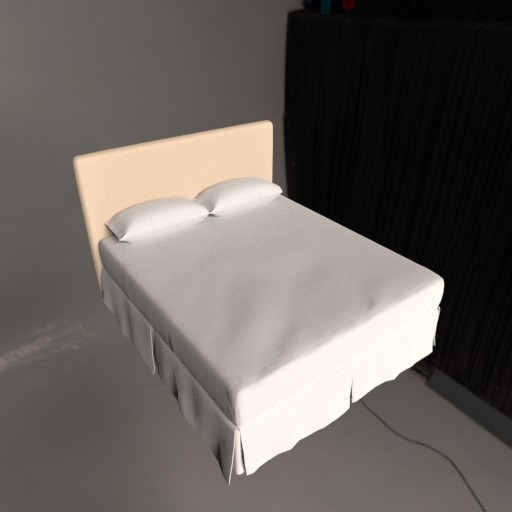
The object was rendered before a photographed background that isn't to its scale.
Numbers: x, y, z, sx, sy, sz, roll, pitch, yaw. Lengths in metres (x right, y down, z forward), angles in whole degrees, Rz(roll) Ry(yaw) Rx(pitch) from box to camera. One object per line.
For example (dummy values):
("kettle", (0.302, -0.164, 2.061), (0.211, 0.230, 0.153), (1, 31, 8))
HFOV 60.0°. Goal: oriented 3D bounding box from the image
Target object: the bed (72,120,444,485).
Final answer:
("bed", (0.000, 0.000, 3.282), (1.884, 1.330, 2.142), (-21, 37, -31))
